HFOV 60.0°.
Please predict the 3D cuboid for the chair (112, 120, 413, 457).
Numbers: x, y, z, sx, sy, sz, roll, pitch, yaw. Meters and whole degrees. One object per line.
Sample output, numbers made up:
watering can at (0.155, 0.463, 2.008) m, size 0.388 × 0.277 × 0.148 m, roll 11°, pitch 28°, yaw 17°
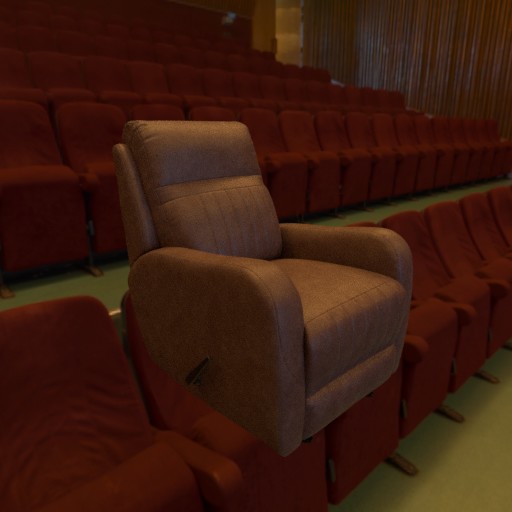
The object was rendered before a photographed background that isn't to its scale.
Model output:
chair at (0.000, 0.000, 1.801) m, size 0.865 × 1.067 × 1.067 m, roll -15°, pitch 21°, yaw -43°
